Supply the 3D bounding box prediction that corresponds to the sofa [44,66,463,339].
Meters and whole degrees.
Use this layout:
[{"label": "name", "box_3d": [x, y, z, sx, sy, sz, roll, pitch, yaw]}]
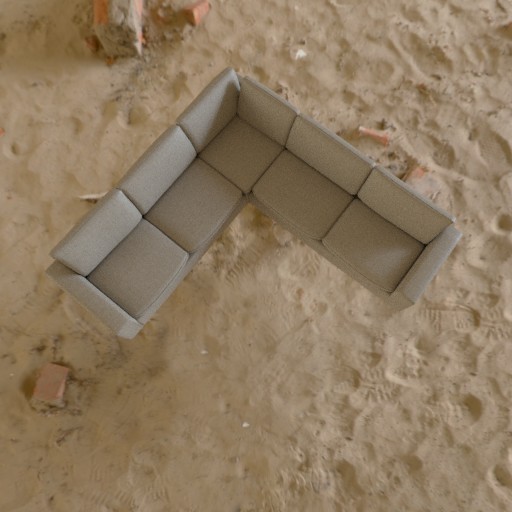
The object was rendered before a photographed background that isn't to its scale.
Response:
[{"label": "sofa", "box_3d": [0.000, 0.000, 4.046, 2.742, 0.800, 2.622, 37, 78, 9]}]
